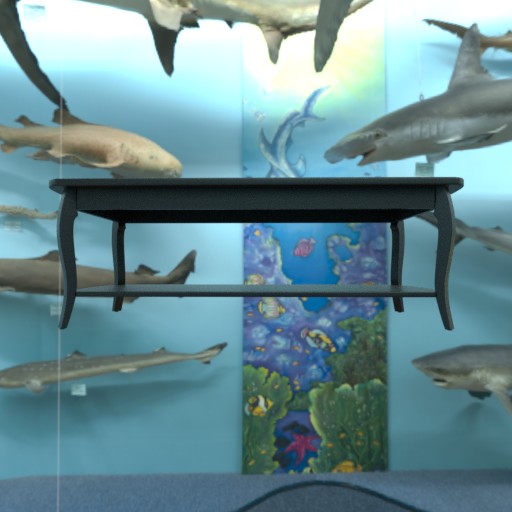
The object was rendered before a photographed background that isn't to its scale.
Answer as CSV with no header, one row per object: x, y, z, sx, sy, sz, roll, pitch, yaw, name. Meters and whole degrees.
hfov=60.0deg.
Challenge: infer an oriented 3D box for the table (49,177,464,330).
0.000,0.000,1.598,1.333,0.457,0.571,0,-1,1,table
